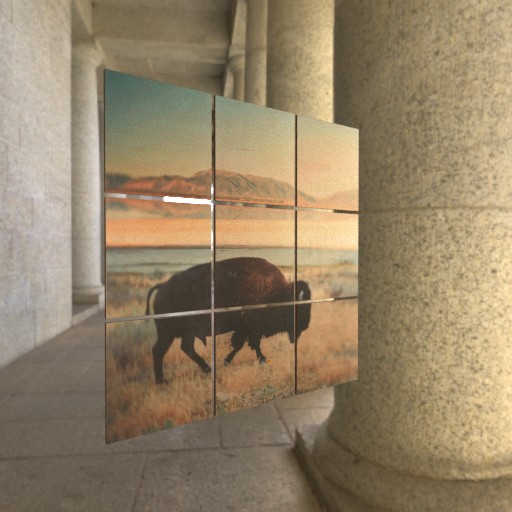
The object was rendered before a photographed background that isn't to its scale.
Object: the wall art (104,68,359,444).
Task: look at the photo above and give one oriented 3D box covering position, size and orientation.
[{"bbox_3d":[0.000,0.000,1.803,1.221,1.218,0.019,-1,1,-36],"label":"wall art"}]
